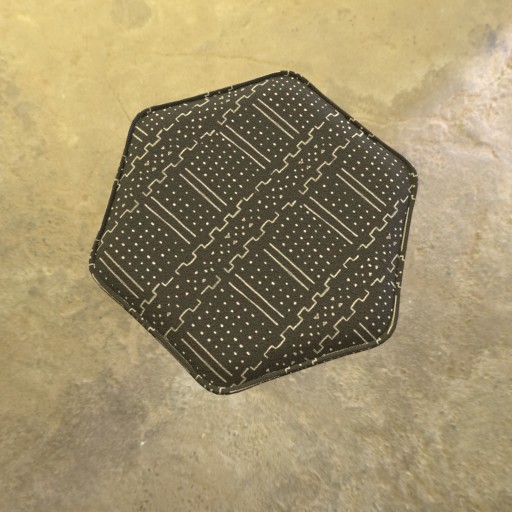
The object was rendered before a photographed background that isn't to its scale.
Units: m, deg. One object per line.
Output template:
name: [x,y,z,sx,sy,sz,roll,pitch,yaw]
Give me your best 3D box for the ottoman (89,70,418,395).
ottoman: [0.000,0.000,0.860,0.494,0.502,0.443,42,81,8]
